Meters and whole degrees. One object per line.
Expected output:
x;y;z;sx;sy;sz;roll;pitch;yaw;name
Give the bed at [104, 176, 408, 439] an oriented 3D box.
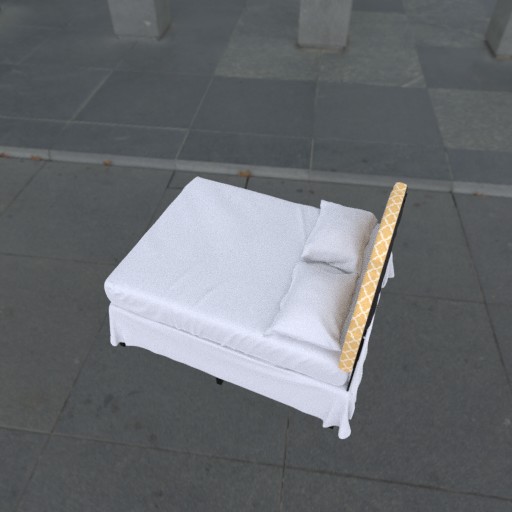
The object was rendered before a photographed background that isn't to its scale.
0.000;0.000;3.630;2.222;1.633;1.780;17;48;16;bed
